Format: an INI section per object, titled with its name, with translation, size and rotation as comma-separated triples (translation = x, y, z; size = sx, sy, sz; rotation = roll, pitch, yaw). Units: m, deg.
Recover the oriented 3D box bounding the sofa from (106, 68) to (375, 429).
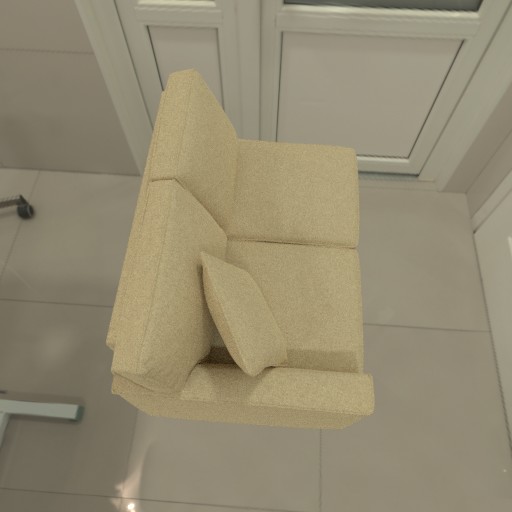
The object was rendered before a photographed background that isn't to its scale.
[sofa]
translation = 0.000, 0.000, 2.064
size = 0.991, 0.989, 1.388
rotation = 3, 63, 2
